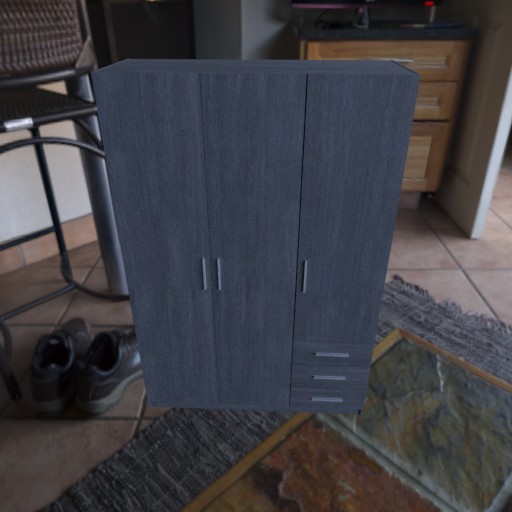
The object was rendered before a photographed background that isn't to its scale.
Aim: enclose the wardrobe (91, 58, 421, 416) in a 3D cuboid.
[{"bbox_3d":[0.000,0.000,2.407,1.290,1.910,0.510,1,30,2],"label":"wardrobe"}]
